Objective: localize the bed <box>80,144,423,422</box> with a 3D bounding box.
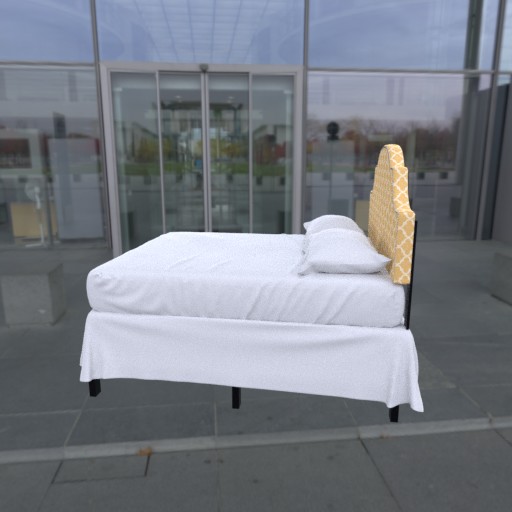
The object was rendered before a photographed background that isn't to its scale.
[{"bbox_3d":[0.000,0.000,3.359,2.222,1.633,1.780,2,13,8],"label":"bed"}]
